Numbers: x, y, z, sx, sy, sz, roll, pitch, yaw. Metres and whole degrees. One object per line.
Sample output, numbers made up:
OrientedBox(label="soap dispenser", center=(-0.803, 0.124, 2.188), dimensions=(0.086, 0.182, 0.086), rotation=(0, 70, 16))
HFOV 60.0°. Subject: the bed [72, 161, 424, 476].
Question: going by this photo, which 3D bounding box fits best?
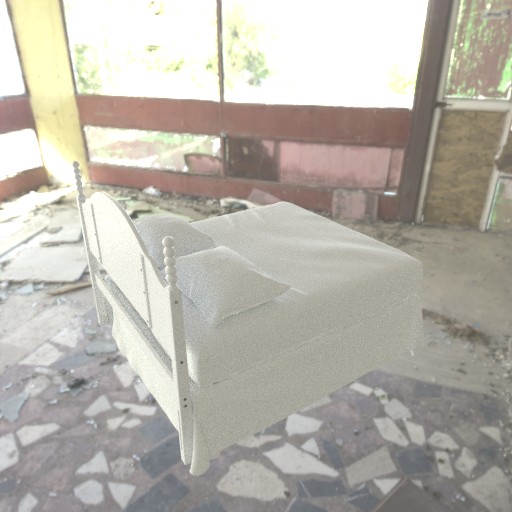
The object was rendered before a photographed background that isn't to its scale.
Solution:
OrientedBox(label="bed", center=(0.000, 0.000, 3.271), dimensions=(2.040, 1.356, 1.873), rotation=(-16, 30, -30))
